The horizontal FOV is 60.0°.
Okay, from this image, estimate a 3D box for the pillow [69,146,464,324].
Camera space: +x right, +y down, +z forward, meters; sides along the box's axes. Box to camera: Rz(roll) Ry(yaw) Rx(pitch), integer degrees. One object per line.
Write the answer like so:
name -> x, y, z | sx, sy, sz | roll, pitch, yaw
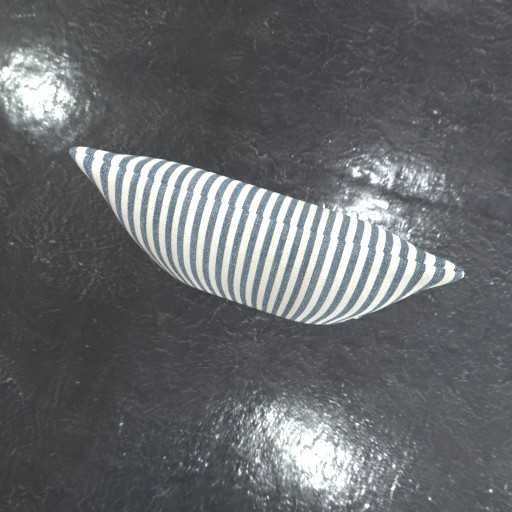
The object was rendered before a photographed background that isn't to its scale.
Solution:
pillow -> 0.000, 0.000, 0.794 | 0.523, 0.510, 0.166 | 18, 78, 4
